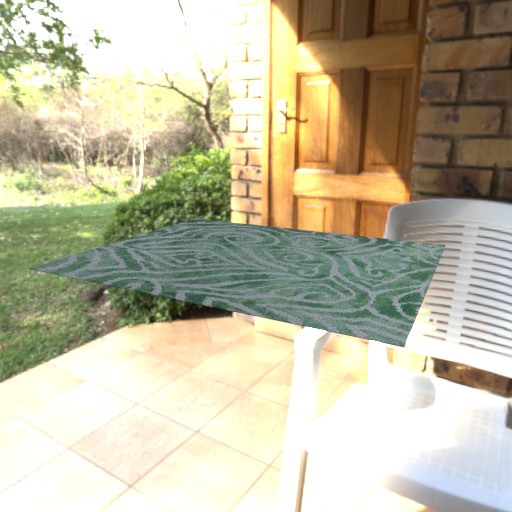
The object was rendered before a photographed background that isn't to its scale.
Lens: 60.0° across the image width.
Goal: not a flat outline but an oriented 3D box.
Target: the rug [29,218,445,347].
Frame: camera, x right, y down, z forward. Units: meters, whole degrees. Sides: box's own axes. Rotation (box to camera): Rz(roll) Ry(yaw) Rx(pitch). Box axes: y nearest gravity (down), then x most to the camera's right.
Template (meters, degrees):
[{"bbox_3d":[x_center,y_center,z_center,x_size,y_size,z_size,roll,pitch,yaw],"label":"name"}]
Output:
[{"bbox_3d":[0.000,0.000,4.098,3.045,0.007,2.436,8,18,26],"label":"rug"}]
